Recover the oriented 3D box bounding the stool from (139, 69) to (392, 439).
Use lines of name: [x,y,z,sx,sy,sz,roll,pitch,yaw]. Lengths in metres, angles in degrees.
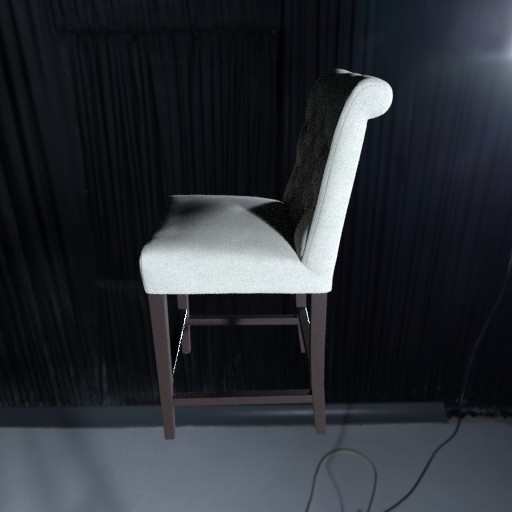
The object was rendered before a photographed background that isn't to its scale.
stool: [0.000,0.000,1.356,0.601,1.040,0.493,-1,25,-1]
